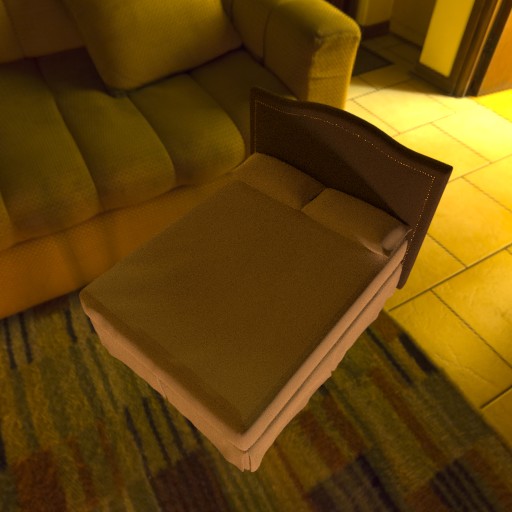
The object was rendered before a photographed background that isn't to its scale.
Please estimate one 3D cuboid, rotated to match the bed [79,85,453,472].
[{"bbox_3d":[0.000,0.000,3.138,1.666,1.387,2.036,32,56,25],"label":"bed"}]
